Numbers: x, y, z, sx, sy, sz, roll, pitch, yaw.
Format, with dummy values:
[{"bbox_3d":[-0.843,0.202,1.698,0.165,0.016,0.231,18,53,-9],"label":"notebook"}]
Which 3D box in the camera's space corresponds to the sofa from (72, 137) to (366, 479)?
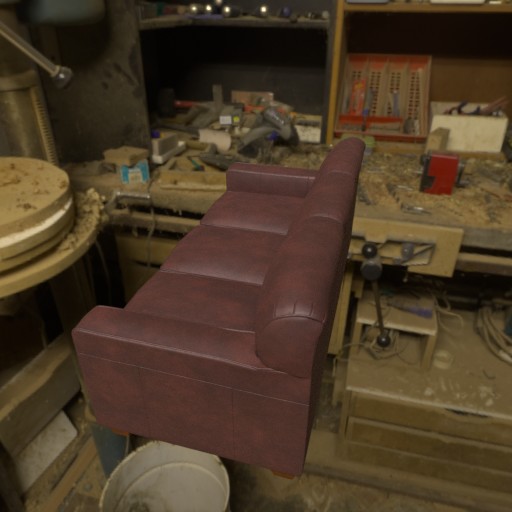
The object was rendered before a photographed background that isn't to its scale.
[{"bbox_3d":[0.000,0.000,2.509,1.008,0.953,2.039,8,32,14],"label":"sofa"}]
